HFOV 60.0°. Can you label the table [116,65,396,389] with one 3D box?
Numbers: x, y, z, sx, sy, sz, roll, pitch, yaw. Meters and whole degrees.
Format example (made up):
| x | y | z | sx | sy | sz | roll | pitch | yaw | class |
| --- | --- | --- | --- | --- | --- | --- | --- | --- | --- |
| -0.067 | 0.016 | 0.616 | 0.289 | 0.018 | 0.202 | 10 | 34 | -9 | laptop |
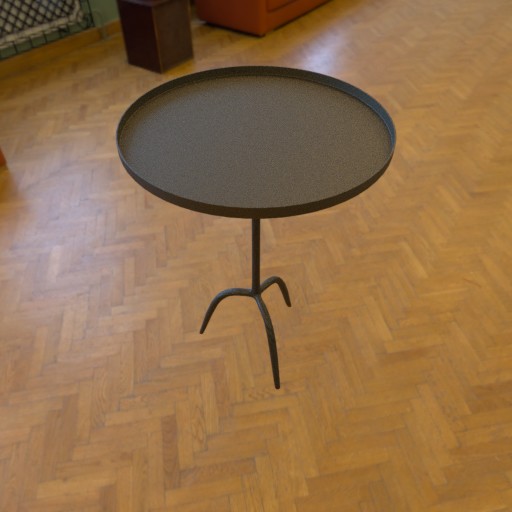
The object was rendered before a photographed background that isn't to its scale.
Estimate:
| x | y | z | sx | sy | sz | roll | pitch | yaw | class |
| --- | --- | --- | --- | --- | --- | --- | --- | --- | --- |
| 0.000 | 0.000 | 1.059 | 0.502 | 0.700 | 0.502 | 25 | 50 | 23 | table |
